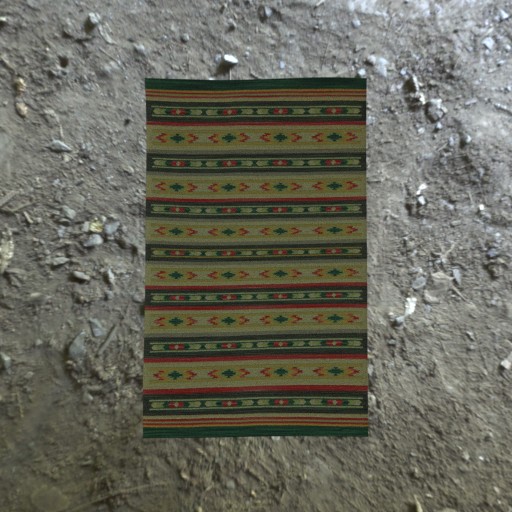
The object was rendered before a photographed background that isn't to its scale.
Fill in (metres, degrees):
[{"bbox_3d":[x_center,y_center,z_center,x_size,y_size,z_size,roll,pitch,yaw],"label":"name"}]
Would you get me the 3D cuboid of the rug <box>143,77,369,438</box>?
[{"bbox_3d":[0.000,0.000,3.007,1.520,0.011,2.447,0,89,-1],"label":"rug"}]
